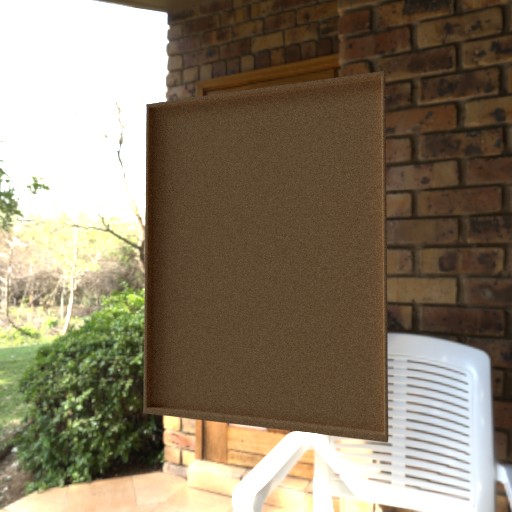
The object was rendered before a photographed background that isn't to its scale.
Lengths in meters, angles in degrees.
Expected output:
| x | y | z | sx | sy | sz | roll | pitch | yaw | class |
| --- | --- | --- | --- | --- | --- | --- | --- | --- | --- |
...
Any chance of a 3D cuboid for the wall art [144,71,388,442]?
| x | y | z | sx | sy | sz | roll | pitch | yaw | class |
| --- | --- | --- | --- | --- | --- | --- | --- | --- | --- |
| 0.000 | 0.000 | 1.346 | 0.762 | 1.015 | 0.031 | -1 | -2 | 19 | wall art |
